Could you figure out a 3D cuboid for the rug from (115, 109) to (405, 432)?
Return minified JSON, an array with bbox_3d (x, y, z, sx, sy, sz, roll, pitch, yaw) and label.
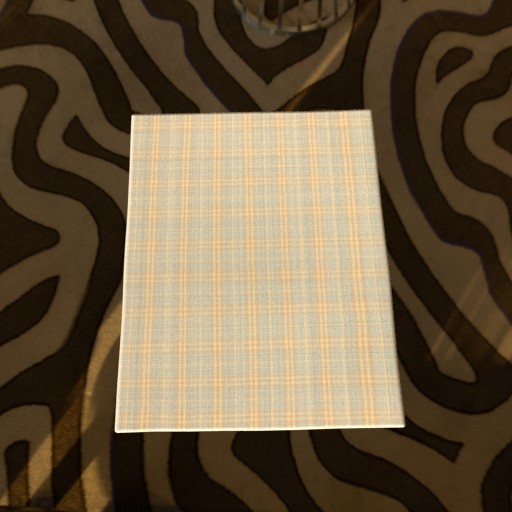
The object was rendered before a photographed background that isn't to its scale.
[{"bbox_3d":[0.000,0.000,4.146,2.462,0.030,3.066,-1,75,0],"label":"rug"}]
